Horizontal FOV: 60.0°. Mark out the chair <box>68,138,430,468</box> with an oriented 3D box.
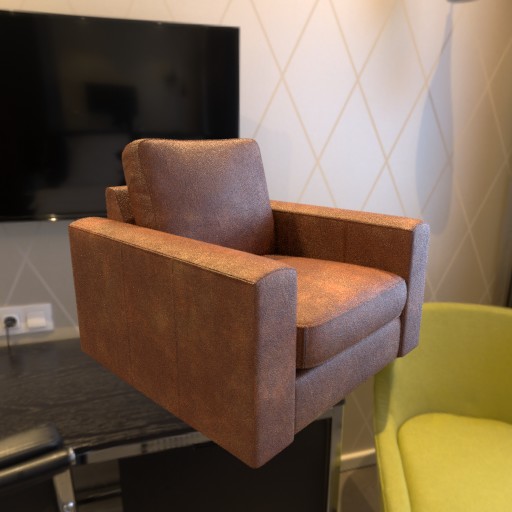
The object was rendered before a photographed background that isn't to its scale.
[{"bbox_3d":[0.000,0.000,1.709,1.016,0.873,1.005,14,20,42],"label":"chair"}]
